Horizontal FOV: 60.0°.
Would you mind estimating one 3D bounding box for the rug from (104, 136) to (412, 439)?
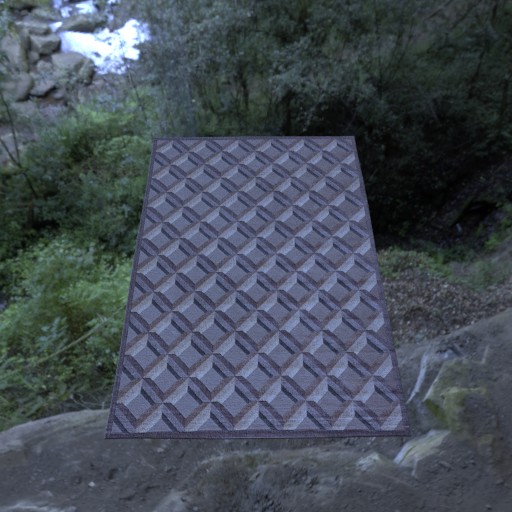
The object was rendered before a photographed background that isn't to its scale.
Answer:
[{"bbox_3d":[0.000,0.000,2.912,1.600,0.013,2.260,0,57,0],"label":"rug"}]
